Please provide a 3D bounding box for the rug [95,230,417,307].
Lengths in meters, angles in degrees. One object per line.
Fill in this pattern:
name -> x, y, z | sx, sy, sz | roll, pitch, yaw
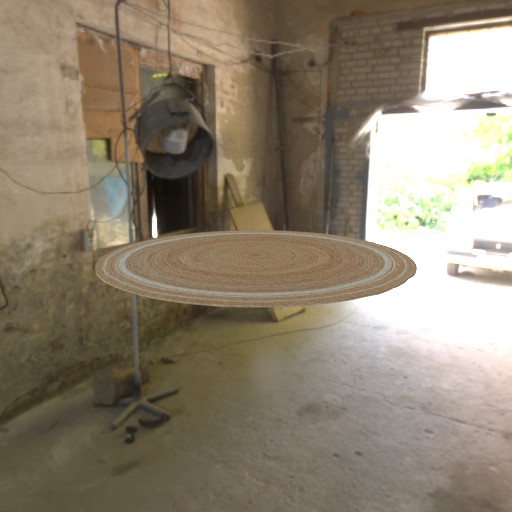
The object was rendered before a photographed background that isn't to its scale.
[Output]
rug -> 0.000, 0.000, 3.569 | 2.444, 0.015, 2.444 | 0, 13, 0
